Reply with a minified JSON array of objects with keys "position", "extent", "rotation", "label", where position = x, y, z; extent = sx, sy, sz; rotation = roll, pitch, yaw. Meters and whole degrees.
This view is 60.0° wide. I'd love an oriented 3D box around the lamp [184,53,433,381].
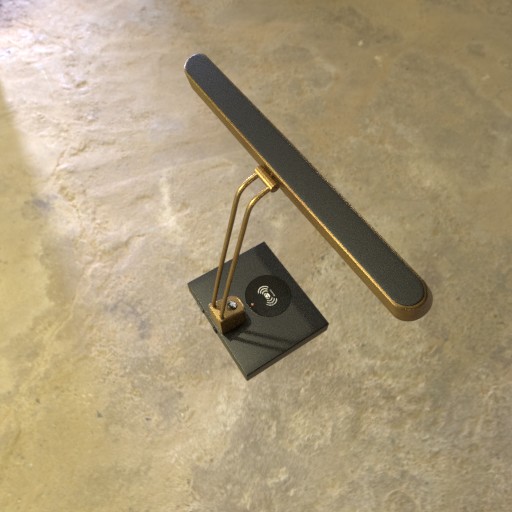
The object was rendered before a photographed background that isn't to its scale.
[{"position":[0.000,0.000,0.591],"extent":[0.156,0.345,0.412],"rotation":[-29,63,-17],"label":"lamp"}]
